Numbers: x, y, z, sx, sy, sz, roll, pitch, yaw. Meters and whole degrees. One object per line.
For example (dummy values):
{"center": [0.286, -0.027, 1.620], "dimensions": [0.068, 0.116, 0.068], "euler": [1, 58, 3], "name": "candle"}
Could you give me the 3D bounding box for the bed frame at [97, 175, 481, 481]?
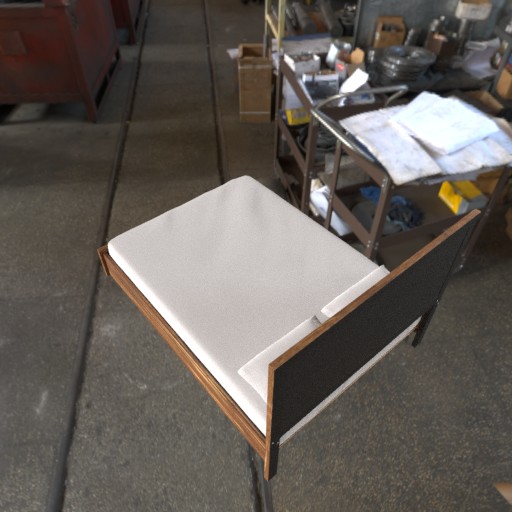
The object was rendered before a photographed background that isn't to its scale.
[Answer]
{"center": [0.000, 0.000, 3.443], "dimensions": [1.696, 1.417, 2.276], "euler": [-31, 53, -27], "name": "bed frame"}
